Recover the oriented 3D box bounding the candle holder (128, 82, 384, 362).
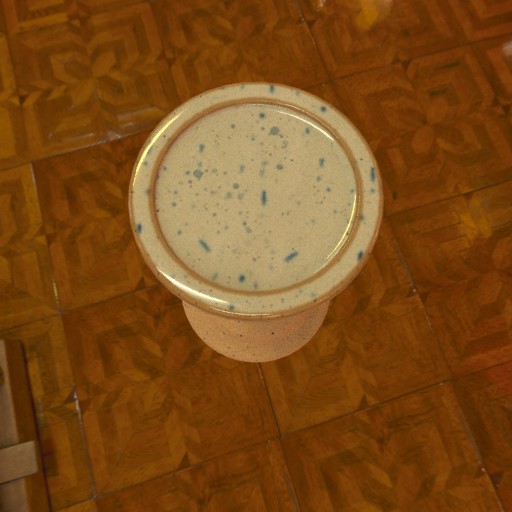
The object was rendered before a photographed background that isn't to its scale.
[{"bbox_3d":[0.000,0.000,0.275,0.123,0.202,0.123,0,75,0],"label":"candle holder"}]
